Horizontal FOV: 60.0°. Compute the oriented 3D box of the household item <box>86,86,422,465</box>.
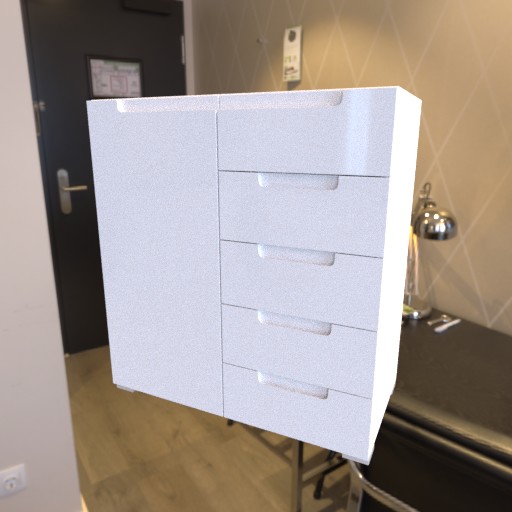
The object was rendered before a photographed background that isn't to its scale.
[{"bbox_3d":[0.000,0.000,1.307,0.800,0.870,0.420,7,17,25],"label":"household item"}]
